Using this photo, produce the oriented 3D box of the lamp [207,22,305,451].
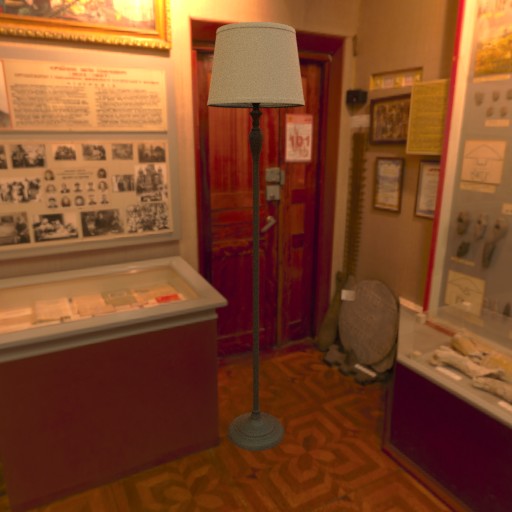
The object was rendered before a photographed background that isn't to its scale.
[{"bbox_3d":[0.000,0.000,1.633,0.327,1.506,0.327,-7,17,-25],"label":"lamp"}]
